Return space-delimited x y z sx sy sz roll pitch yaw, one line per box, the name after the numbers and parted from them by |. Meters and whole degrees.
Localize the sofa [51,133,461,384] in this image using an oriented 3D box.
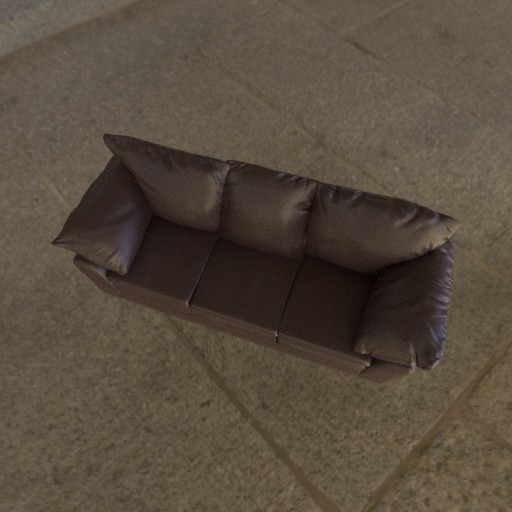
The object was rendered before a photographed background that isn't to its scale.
0.000 0.000 2.887 2.390 1.091 0.907 16 60 10 | sofa
